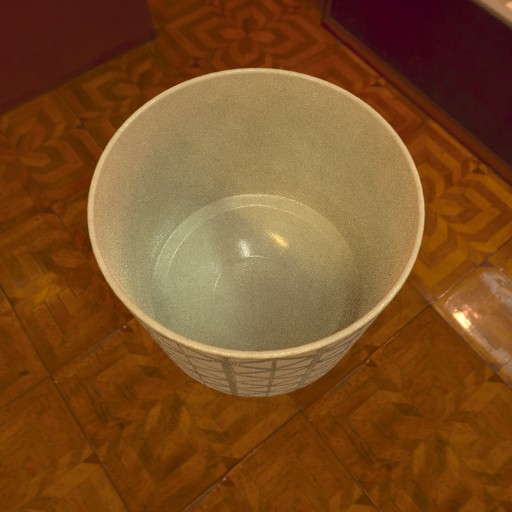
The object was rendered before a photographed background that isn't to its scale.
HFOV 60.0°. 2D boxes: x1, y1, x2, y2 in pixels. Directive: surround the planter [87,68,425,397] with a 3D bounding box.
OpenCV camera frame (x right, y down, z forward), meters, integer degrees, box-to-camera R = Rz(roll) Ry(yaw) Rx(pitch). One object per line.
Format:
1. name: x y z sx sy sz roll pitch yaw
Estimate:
1. planter: 0.000 0.000 0.334 0.190 0.181 0.190 0 66 0
